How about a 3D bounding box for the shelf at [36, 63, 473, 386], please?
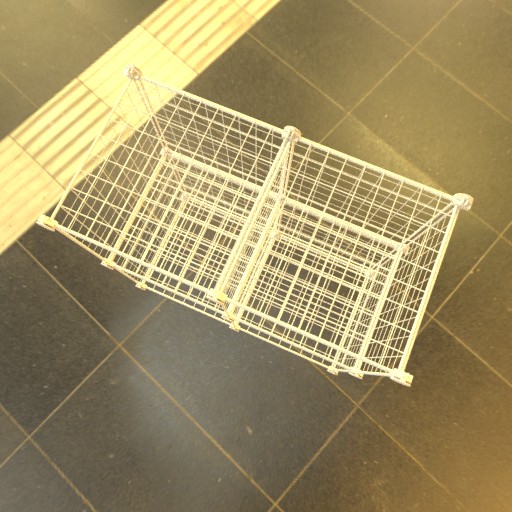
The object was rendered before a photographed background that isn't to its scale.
[{"bbox_3d":[0.000,0.000,1.137,0.711,0.711,0.356,23,78,5],"label":"shelf"}]
